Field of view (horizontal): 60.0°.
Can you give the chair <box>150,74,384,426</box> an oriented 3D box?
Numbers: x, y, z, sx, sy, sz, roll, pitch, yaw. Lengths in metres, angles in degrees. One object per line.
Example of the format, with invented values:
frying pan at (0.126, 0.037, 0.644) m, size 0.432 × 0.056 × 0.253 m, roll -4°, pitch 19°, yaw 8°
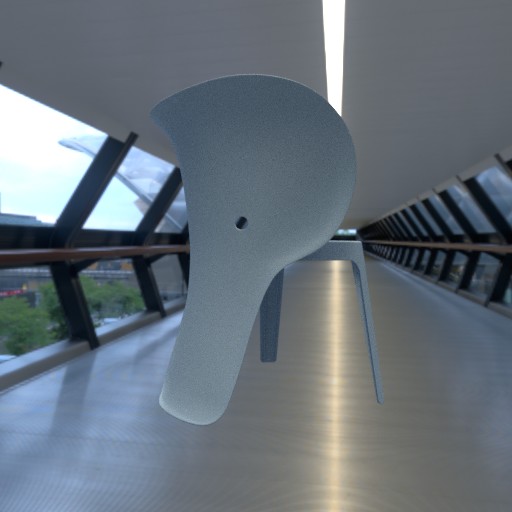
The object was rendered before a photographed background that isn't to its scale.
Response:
chair at (0.000, 0.000, 0.887) m, size 0.402 × 0.554 × 0.451 m, roll -1°, pitch 1°, yaw -35°
